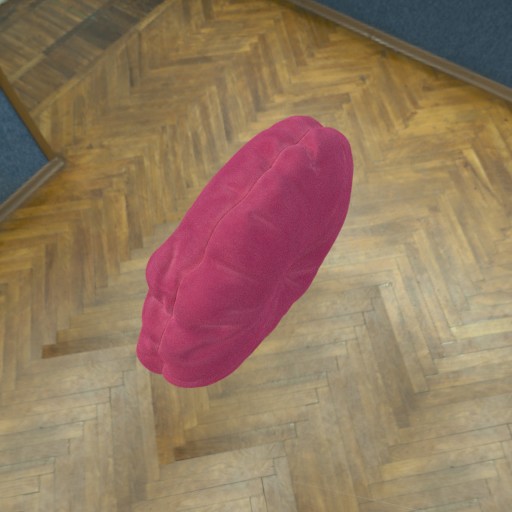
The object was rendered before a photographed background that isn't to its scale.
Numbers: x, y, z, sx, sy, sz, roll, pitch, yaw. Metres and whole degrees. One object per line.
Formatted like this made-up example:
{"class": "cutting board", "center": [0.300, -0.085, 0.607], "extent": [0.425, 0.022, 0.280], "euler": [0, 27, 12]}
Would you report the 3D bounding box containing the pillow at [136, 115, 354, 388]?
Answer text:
{"class": "pillow", "center": [0.000, 0.000, 0.645], "extent": [0.148, 0.407, 0.428], "euler": [34, 69, 15]}
